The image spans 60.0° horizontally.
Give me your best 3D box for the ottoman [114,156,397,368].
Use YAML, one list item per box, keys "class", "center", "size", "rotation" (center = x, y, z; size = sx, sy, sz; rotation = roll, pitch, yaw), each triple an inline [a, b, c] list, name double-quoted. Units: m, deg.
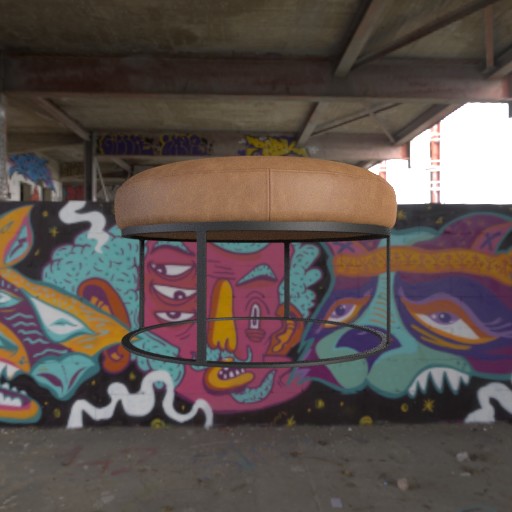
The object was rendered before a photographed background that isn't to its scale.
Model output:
- class: "ottoman"
  center: [0.000, 0.000, 1.267]
  size: [0.771, 0.460, 0.771]
  rotation: [0, 0, 0]
